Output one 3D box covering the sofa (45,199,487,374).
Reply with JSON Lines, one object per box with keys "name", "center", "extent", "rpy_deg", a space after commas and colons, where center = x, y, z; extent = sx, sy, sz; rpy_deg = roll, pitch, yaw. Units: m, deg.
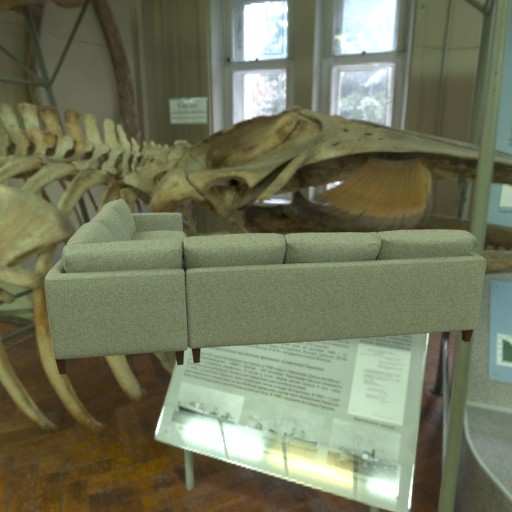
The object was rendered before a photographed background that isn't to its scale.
{"name": "sofa", "center": [0.000, 0.000, 4.454], "extent": [3.302, 0.947, 2.593], "rpy_deg": [-2, 15, -9]}
